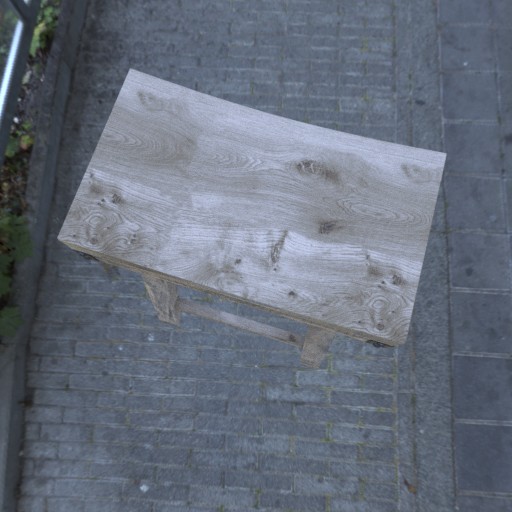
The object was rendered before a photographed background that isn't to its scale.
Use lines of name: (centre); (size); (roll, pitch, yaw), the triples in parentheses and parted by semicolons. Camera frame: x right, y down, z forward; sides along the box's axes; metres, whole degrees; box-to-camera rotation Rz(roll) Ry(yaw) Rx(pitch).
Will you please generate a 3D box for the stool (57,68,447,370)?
stool: (0.000, 0.000, 0.868); (0.450, 0.635, 0.330); (16, 77, 4)
